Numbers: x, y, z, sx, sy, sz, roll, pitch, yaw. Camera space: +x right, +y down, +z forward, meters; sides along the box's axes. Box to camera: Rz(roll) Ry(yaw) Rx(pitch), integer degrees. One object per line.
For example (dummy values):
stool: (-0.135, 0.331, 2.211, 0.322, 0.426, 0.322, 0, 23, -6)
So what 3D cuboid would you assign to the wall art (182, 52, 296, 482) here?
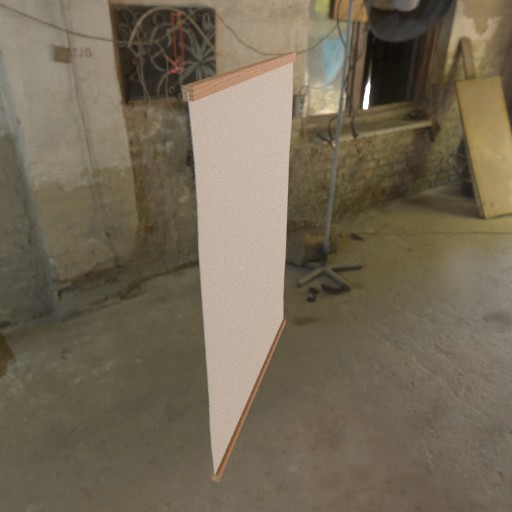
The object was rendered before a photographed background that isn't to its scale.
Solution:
wall art: (0.000, 0.000, 1.274, 0.020, 1.016, 0.739, 9, 30, 15)
